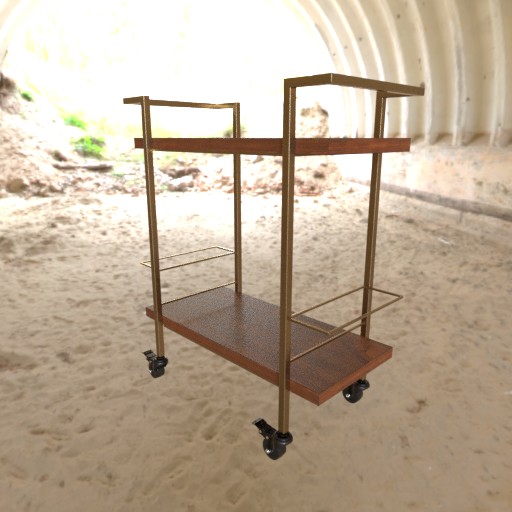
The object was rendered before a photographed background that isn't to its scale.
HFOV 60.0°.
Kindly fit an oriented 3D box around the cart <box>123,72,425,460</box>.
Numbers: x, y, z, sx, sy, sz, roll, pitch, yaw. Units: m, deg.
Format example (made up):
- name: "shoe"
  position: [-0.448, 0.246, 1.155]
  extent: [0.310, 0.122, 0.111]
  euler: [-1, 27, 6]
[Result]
- name: "cart"
  position: [0.000, 0.000, 1.167]
  extent: [0.364, 0.807, 0.695]
  euler: [-14, 21, -43]
